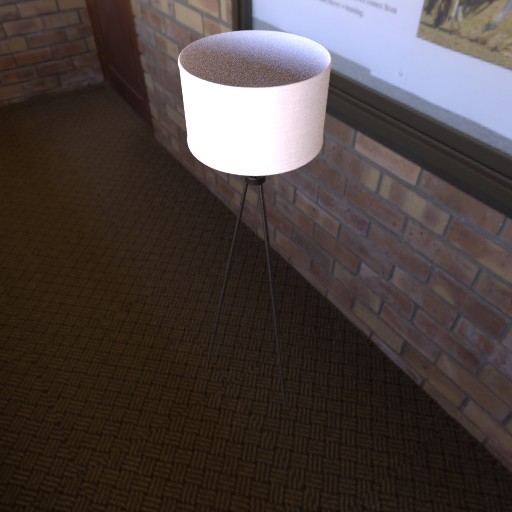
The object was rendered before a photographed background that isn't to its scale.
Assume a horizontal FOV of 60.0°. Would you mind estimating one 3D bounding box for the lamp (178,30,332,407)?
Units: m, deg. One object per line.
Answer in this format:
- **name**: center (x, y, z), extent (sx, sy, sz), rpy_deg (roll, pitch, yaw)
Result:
- **lamp**: center (0.000, 0.000, 1.739), extent (0.448, 1.545, 0.458), rpy_deg (16, 47, 16)
